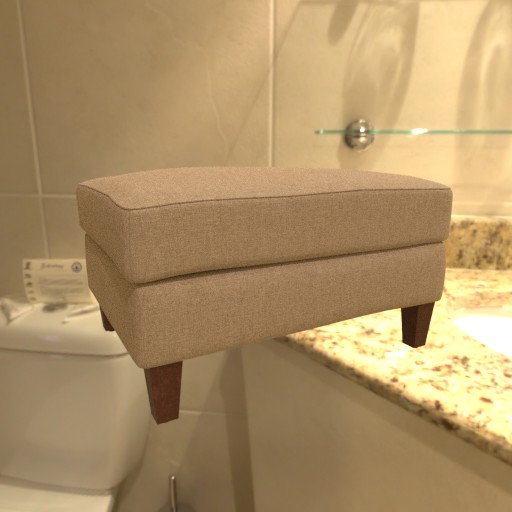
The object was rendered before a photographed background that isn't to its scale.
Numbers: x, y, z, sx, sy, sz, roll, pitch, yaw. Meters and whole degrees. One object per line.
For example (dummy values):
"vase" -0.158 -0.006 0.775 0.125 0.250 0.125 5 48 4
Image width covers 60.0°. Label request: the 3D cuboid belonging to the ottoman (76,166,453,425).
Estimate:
"ottoman" 0.000 0.000 1.303 0.898 0.519 0.677 -7 15 -28
